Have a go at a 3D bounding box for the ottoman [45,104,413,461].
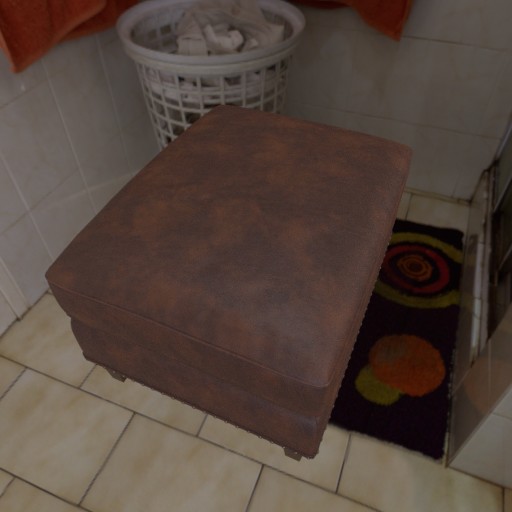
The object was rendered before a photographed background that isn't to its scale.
[{"bbox_3d":[0.000,0.000,1.109,0.586,0.486,0.742,18,49,16],"label":"ottoman"}]
